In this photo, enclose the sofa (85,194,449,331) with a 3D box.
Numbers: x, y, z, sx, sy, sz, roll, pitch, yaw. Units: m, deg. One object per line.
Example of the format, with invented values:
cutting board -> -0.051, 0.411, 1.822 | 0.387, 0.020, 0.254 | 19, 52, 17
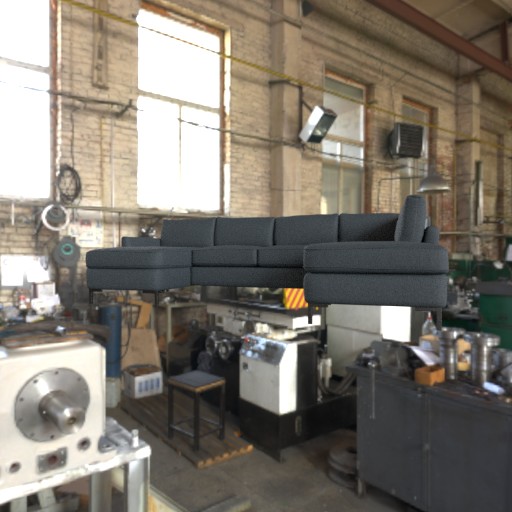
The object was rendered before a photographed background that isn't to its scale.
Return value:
sofa -> 0.000, 0.000, 3.907 | 2.975, 0.858, 1.984 | 0, 0, 18
